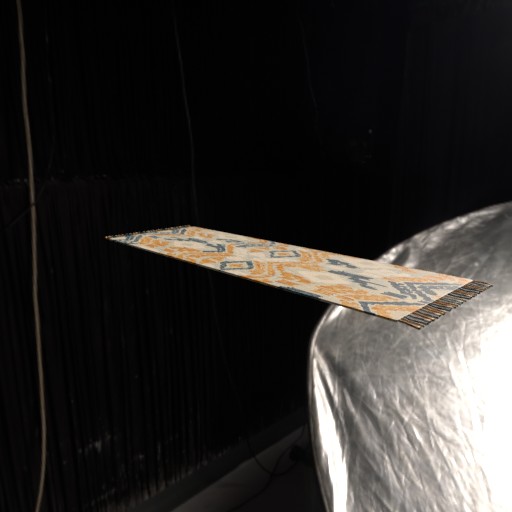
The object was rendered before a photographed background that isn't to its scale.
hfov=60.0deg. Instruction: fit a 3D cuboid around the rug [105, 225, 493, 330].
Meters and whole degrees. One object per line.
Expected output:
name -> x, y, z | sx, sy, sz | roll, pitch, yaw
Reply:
rug -> 0.000, 0.000, 2.674 | 0.783, 0.010, 2.437 | -13, 18, -43
